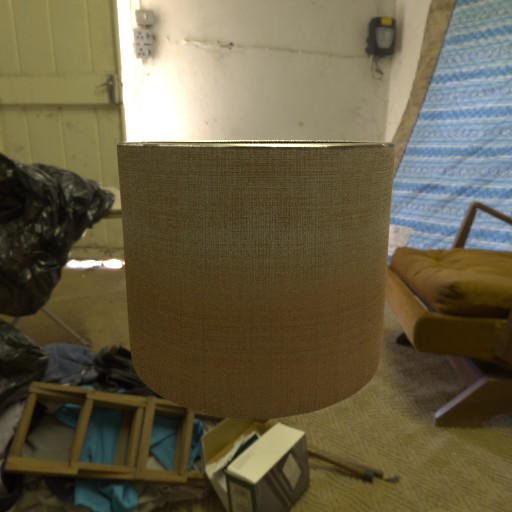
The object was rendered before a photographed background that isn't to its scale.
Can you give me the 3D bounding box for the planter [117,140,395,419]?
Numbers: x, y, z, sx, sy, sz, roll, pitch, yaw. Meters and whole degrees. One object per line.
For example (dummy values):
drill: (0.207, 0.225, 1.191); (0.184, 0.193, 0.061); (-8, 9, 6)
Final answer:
planter: (0.000, 0.000, 0.442); (0.254, 0.221, 0.254); (0, 15, 0)
